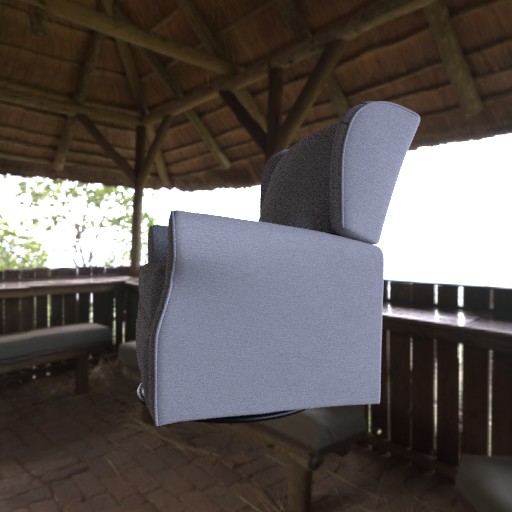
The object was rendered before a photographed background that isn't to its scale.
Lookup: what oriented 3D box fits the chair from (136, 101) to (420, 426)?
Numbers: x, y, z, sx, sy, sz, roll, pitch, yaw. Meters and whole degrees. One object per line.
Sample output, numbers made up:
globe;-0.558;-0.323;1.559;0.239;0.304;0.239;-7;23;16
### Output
chair;0.000;0.000;1.637;0.854;0.966;0.906;0;1;-17
